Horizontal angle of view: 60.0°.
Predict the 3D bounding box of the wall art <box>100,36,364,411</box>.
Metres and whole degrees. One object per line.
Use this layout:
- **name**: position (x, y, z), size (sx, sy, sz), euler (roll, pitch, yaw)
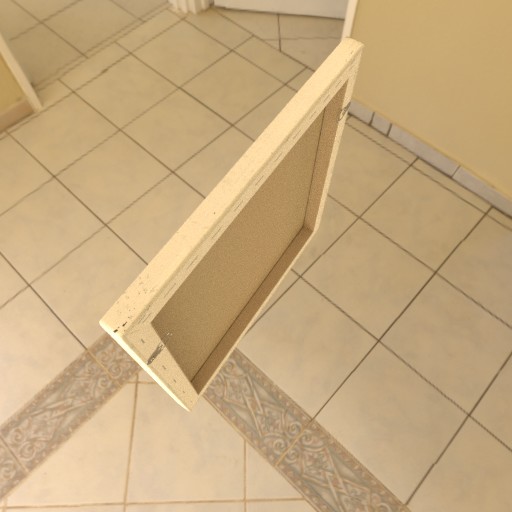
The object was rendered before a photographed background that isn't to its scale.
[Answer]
- **wall art**: position (0.000, 0.000, 0.902), size (0.040, 0.611, 0.610), euler (31, 67, 15)
